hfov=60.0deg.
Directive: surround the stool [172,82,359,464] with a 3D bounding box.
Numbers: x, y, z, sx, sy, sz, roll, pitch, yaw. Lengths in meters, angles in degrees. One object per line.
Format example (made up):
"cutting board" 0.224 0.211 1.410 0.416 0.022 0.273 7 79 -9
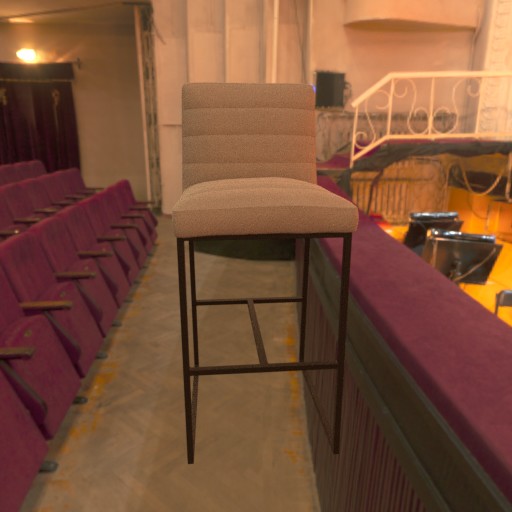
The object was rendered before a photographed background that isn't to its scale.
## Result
"stool" 0.000 0.000 1.380 0.464 1.061 0.573 -1 16 -5
